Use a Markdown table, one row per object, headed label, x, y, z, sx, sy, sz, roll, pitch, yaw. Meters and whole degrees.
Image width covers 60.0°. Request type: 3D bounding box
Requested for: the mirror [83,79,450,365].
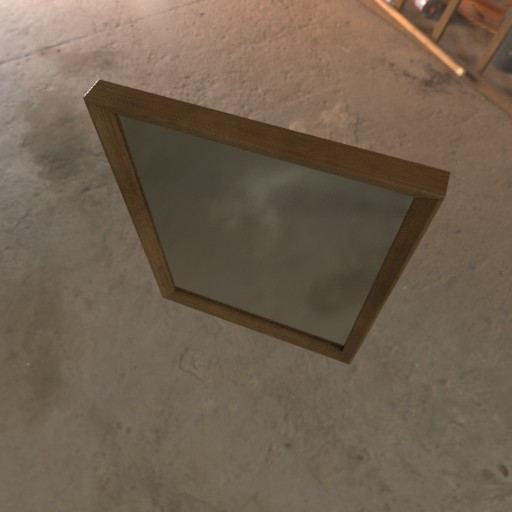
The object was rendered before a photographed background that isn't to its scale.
| label | x | y | z | sx | sy | sz | roll | pitch | yaw |
| --- | --- | --- | --- | --- | --- | --- | --- | --- | --- |
| mirror | 0.000 | 0.000 | 0.690 | 0.406 | 0.509 | 0.041 | 18 | 60 | 11 |
